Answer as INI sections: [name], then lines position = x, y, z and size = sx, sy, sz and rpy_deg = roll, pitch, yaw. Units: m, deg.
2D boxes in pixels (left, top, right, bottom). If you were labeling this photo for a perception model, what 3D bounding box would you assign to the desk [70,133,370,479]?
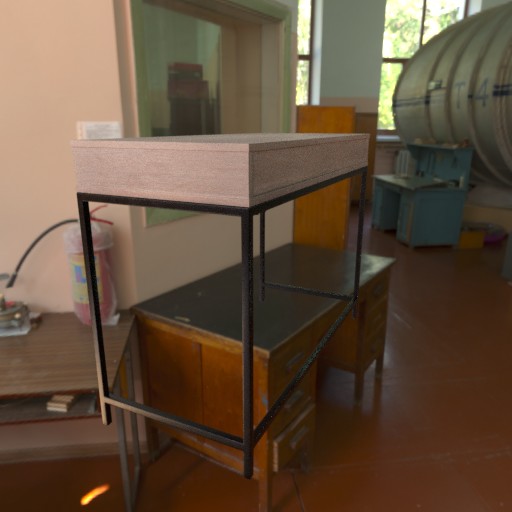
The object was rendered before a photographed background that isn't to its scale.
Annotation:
[desk]
position = 0.000, 0.000, 1.459
size = 0.470, 0.762, 1.016
rpy_deg = 8, 18, 25
